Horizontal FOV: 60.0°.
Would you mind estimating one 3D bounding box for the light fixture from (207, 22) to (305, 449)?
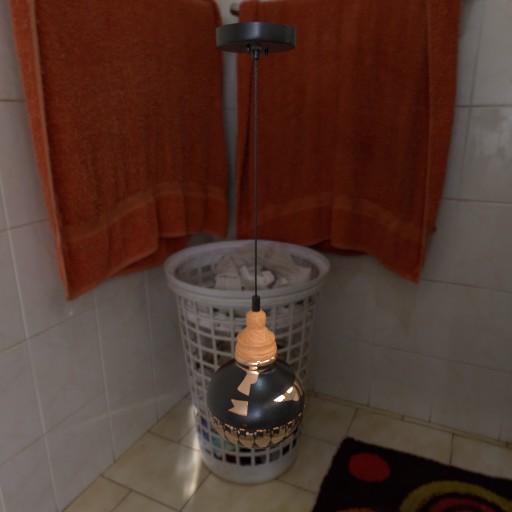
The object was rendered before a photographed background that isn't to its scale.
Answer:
[{"bbox_3d":[0.000,0.000,1.746,0.430,1.606,0.430,9,19,27],"label":"light fixture"}]
